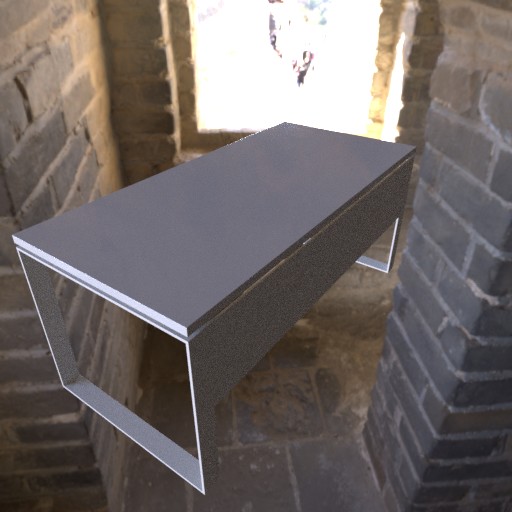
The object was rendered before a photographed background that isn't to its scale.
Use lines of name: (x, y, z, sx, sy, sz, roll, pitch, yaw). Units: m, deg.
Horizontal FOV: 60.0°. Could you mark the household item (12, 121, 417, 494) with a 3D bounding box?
household item: (0.000, 0.000, 2.075, 0.800, 0.745, 1.700, 21, 38, 30)
